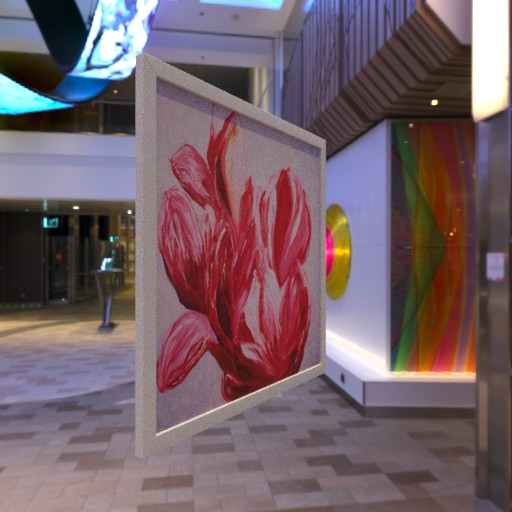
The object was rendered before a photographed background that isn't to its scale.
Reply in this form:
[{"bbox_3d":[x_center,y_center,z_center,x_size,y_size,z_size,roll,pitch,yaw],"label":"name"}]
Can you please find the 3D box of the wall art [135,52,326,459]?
[{"bbox_3d":[0.000,0.000,0.997,0.020,0.661,0.664,0,0,35],"label":"wall art"}]
